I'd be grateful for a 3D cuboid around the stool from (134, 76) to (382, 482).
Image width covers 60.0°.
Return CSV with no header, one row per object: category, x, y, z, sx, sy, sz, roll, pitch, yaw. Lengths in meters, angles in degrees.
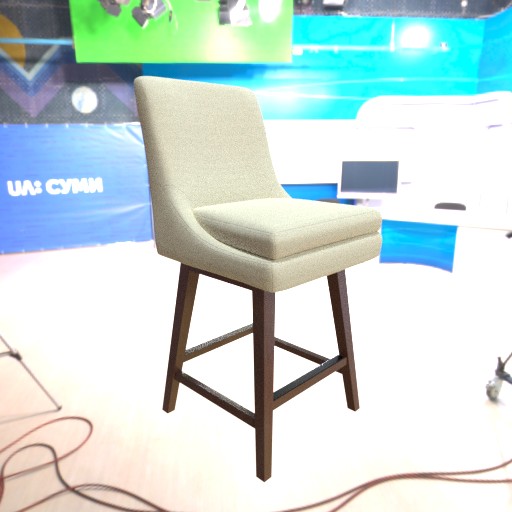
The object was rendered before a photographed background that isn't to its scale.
stool,0.000,0.000,1.287,0.559,0.991,0.483,14,20,43
